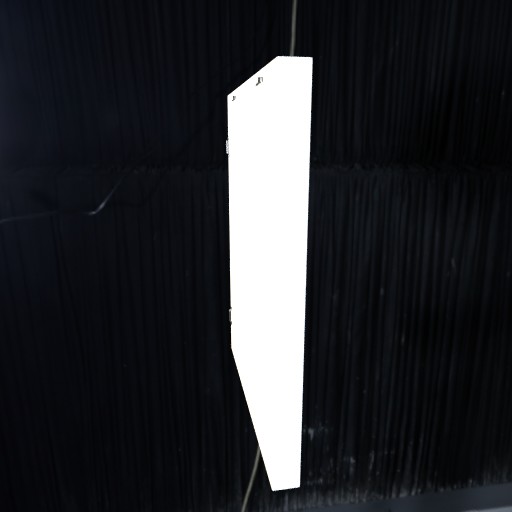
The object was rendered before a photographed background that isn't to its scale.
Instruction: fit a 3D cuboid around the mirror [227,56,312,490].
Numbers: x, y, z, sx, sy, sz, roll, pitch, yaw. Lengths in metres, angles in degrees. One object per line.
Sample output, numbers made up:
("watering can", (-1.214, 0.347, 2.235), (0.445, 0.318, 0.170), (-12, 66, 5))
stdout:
("mirror", (0.000, 0.000, 0.692), (0.041, 0.509, 0.406), (-3, 15, -10))
